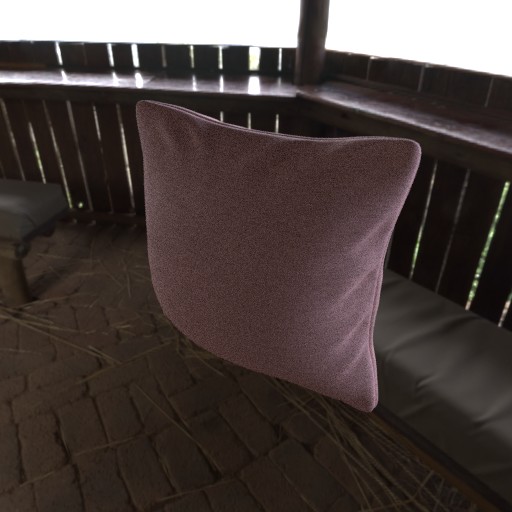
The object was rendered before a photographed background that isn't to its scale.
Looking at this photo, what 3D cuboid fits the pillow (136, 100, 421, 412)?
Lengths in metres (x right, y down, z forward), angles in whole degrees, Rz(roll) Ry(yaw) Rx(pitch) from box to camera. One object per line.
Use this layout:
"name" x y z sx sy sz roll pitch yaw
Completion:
"pillow" 0.000 0.000 0.673 0.432 0.415 0.246 18 35 29
